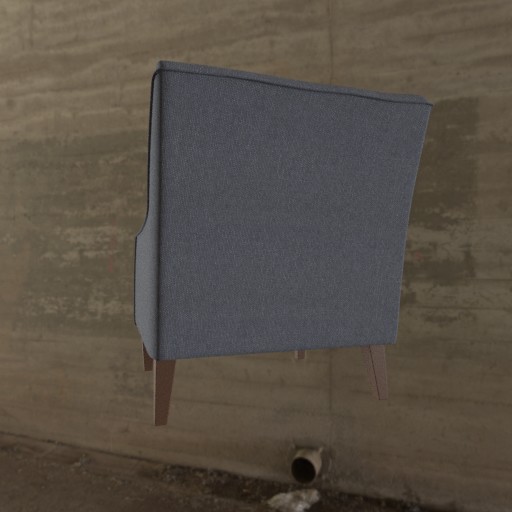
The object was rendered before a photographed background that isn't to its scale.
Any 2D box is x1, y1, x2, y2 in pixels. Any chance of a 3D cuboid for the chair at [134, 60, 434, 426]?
[{"bbox_3d":[0.000,0.000,1.542,0.780,0.919,0.899,0,0,-18],"label":"chair"}]
